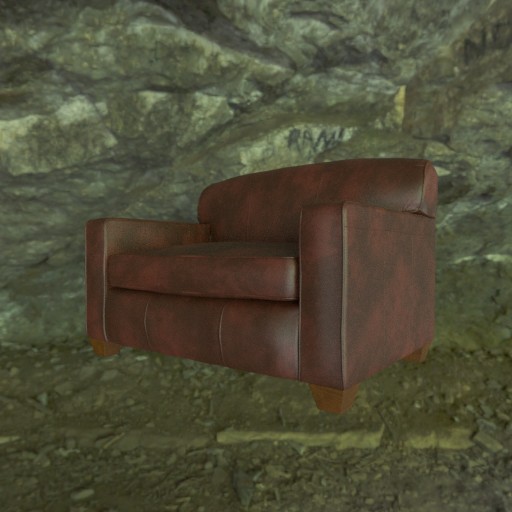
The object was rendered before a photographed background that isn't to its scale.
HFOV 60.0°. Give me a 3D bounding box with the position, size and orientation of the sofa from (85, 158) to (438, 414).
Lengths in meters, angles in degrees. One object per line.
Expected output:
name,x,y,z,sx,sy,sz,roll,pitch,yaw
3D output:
sofa,0.000,0.000,2.084,1.413,0.956,1.000,1,1,37
